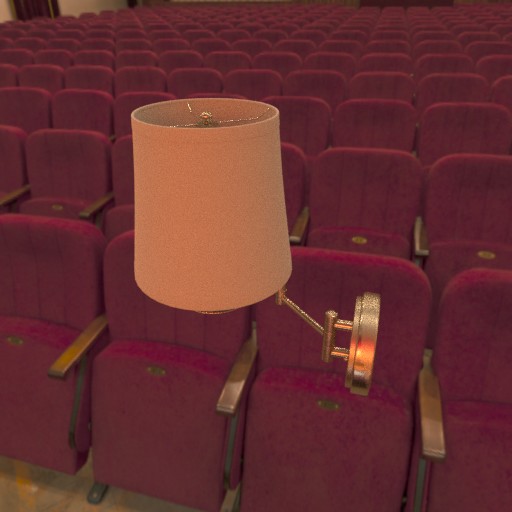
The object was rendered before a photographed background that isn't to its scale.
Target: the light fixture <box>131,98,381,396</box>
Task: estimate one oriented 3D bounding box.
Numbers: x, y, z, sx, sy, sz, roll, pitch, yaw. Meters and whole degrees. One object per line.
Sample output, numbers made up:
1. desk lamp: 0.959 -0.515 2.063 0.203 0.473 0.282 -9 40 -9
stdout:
1. light fixture: 0.000 0.000 0.612 0.348 0.381 0.223 8 30 13
